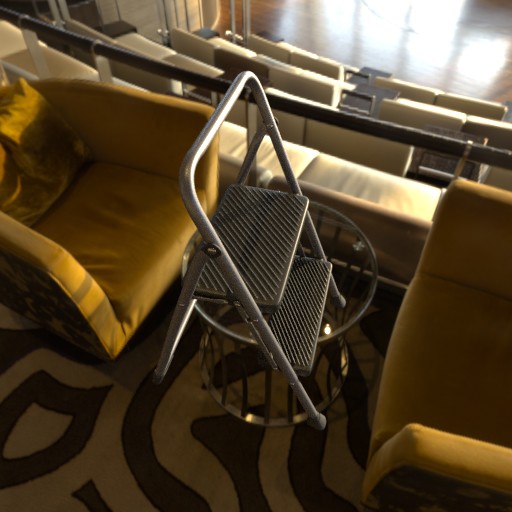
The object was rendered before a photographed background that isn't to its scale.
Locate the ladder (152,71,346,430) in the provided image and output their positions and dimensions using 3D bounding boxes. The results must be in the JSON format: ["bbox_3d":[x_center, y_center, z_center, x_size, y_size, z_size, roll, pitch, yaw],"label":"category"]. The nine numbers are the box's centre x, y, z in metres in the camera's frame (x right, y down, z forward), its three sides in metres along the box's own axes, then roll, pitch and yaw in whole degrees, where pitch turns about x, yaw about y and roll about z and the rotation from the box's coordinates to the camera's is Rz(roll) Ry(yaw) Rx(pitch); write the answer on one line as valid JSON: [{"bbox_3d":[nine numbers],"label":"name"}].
[{"bbox_3d":[0.000,0.000,1.030,0.472,0.720,0.430,11,48,10],"label":"ladder"}]
